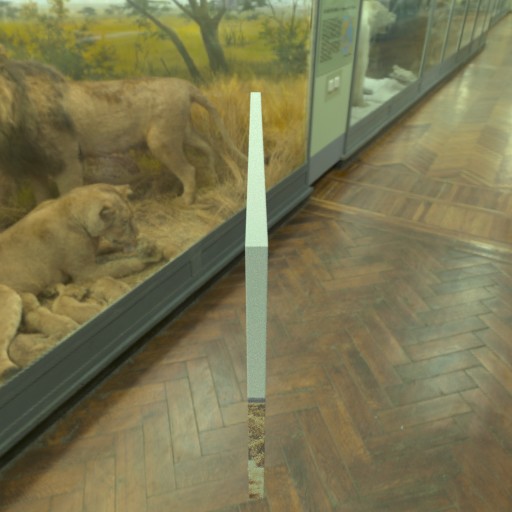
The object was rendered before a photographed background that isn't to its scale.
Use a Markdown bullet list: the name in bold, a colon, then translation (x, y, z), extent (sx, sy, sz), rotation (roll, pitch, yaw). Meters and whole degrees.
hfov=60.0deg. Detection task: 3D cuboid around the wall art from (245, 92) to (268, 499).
- **wall art**: translation (0.000, 0.000, 1.896), extent (0.051, 1.016, 1.520), rotation (0, 32, 0)
